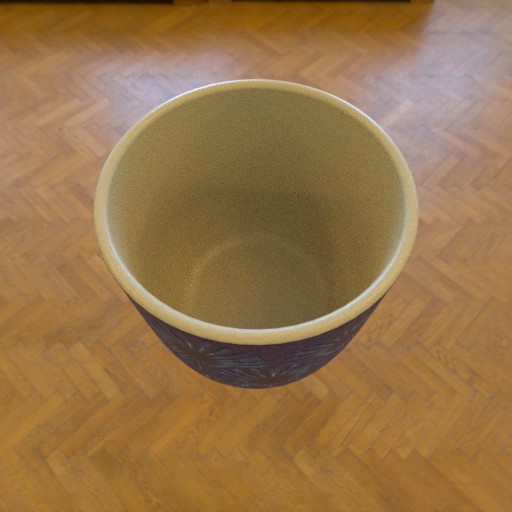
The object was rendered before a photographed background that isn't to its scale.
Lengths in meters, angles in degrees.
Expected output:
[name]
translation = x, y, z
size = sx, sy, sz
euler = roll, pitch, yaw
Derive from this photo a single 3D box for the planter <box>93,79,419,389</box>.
[planter]
translation = 0.000, 0.000, 0.217
size = 0.124, 0.109, 0.124
euler = 0, 61, 0
